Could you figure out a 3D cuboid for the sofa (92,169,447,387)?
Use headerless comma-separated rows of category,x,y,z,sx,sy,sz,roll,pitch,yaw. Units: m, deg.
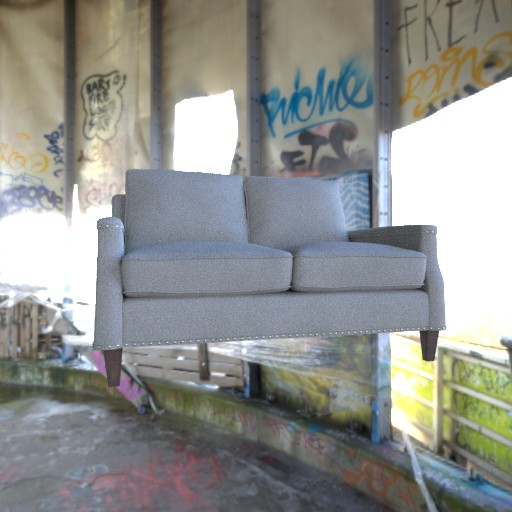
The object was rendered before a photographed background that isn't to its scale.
sofa,0.000,0.000,2.377,1.597,1.003,1.084,0,0,-17
